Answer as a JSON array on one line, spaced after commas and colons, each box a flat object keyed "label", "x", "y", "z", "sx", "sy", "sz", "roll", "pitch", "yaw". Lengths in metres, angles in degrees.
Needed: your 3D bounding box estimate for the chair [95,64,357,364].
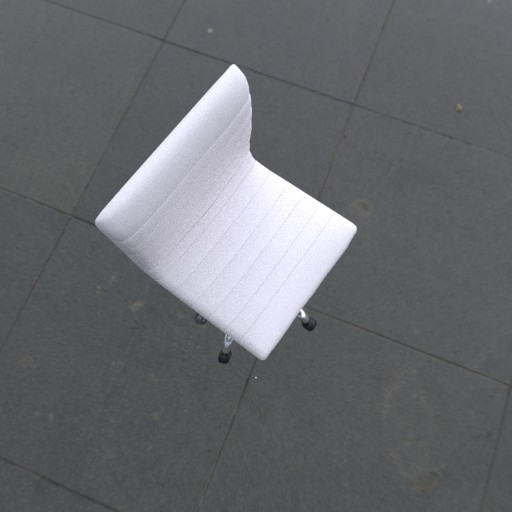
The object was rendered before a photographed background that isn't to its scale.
[{"label": "chair", "x": 0.000, "y": 0.000, "z": 1.074, "sx": 0.455, "sy": 0.750, "sz": 0.520, "roll": 36, "pitch": 78, "yaw": 9}]
